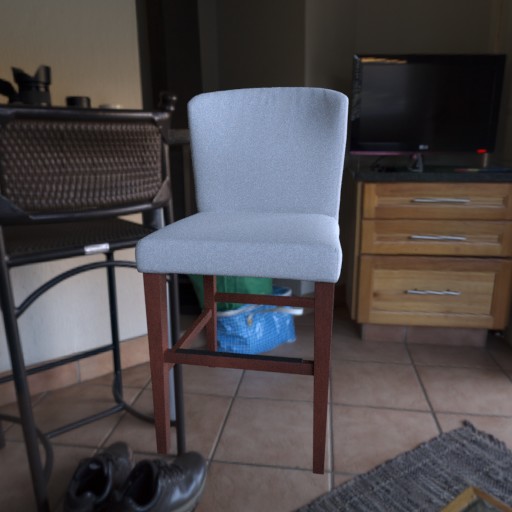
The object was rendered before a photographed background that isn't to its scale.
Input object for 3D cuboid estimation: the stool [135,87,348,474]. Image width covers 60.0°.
[{"bbox_3d":[0.000,0.000,1.260,0.479,0.968,0.568,2,14,10],"label":"stool"}]
